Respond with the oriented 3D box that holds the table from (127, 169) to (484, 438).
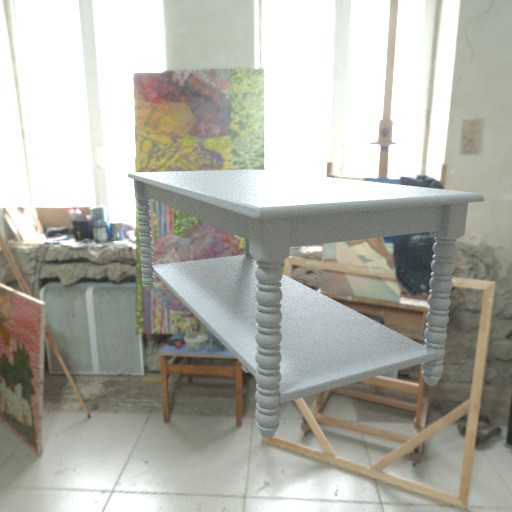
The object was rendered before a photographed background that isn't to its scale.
[{"bbox_3d":[0.000,0.000,1.438,0.580,0.487,1.171,-7,15,-25],"label":"table"}]
